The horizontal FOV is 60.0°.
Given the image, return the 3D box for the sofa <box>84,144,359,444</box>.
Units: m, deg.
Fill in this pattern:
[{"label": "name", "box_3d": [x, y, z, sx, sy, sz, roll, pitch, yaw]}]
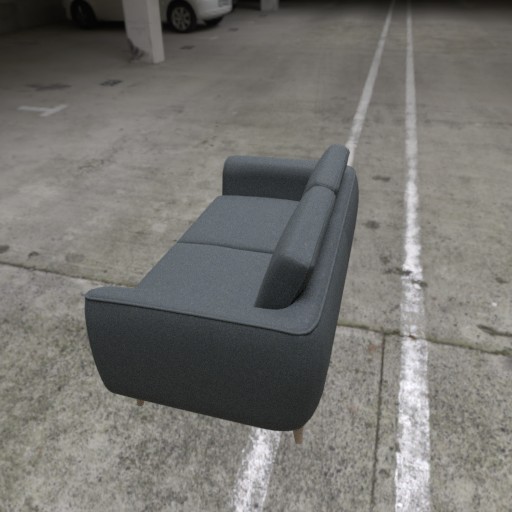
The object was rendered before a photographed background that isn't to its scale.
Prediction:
[{"label": "sofa", "box_3d": [0.000, 0.000, 2.262, 0.920, 0.850, 1.700, 8, 32, 13]}]
